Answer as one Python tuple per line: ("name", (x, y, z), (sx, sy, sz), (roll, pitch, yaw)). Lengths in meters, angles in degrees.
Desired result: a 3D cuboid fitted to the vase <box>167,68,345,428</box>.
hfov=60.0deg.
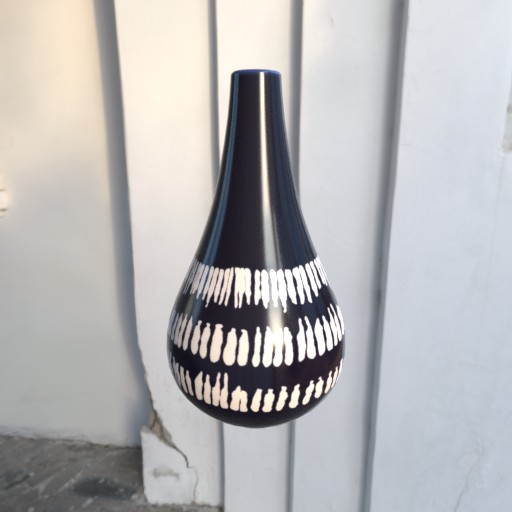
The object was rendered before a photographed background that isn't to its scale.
("vase", (0.000, 0.000, 0.381), (0.159, 0.295, 0.159), (0, 15, 0))
